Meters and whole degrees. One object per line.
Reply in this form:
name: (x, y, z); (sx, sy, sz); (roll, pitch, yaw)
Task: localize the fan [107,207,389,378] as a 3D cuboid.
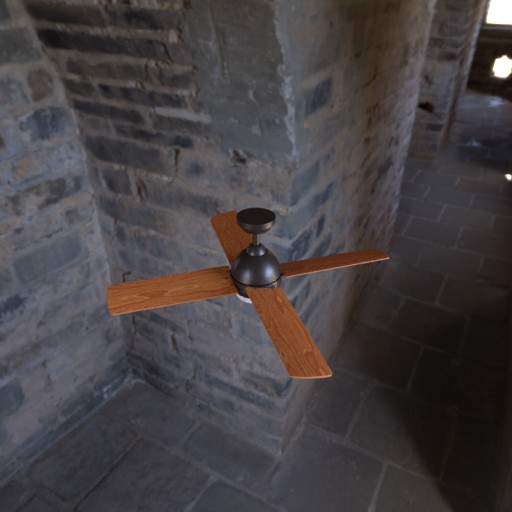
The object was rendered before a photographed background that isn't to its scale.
fan: (0.000, 0.000, 2.006); (1.332, 0.403, 1.332); (-9, 33, -15)
